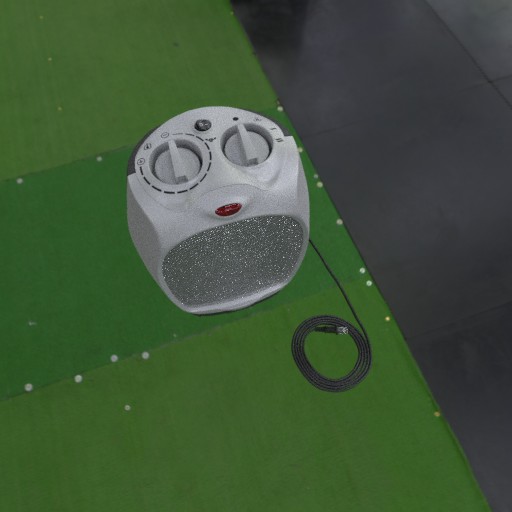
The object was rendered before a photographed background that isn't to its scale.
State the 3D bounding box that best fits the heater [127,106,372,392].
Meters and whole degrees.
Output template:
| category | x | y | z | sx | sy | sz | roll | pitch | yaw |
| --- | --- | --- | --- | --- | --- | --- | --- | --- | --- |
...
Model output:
| category | x | y | z | sx | sy | sz | roll | pitch | yaw |
| --- | --- | --- | --- | --- | --- | --- | --- | --- | --- |
| heater | 0.000 | 0.000 | 0.470 | 0.239 | 0.255 | 0.291 | -15 | 65 | -7 |
